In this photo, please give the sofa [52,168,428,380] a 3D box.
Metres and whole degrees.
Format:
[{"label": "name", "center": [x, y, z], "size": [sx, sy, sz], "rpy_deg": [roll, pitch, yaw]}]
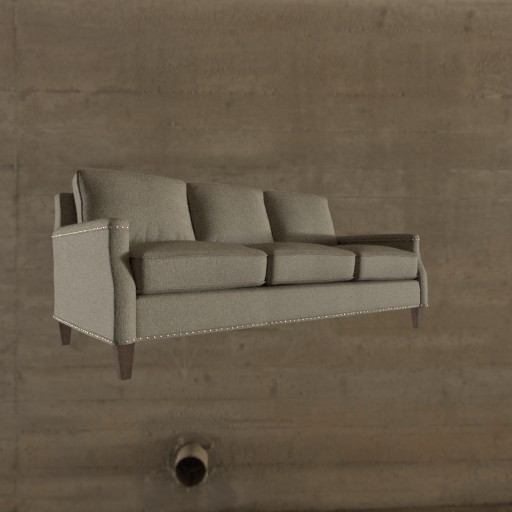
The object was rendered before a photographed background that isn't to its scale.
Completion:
[{"label": "sofa", "center": [0.000, 0.000, 2.825], "size": [2.246, 1.003, 1.084], "rpy_deg": [0, 0, -38]}]
